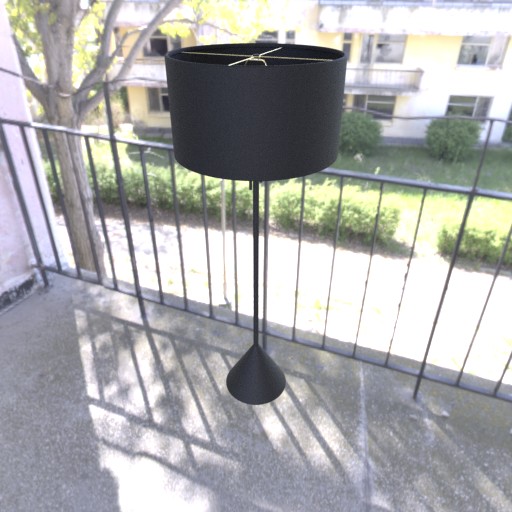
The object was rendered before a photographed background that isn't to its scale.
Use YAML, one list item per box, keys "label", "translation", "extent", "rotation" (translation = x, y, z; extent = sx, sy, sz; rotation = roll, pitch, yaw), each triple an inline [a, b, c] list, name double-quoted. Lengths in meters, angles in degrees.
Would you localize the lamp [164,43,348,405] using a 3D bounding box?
- label: "lamp"
  translation: [0.000, 0.000, 1.817]
  extent: [0.580, 1.526, 0.580]
  rotation: [12, 33, 18]
